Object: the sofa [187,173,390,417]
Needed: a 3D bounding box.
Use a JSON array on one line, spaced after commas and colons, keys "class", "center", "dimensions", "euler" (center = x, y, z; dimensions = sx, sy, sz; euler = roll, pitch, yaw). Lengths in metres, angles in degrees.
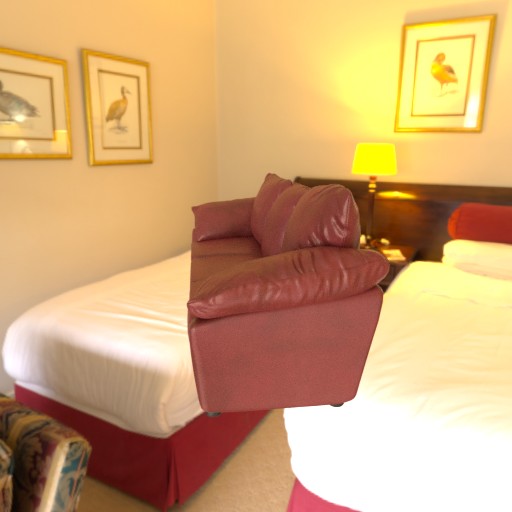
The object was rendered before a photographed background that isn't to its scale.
[{"class": "sofa", "center": [0.000, 0.000, 2.968], "dimensions": [0.907, 1.091, 2.390], "euler": [-2, 14, -7]}]
